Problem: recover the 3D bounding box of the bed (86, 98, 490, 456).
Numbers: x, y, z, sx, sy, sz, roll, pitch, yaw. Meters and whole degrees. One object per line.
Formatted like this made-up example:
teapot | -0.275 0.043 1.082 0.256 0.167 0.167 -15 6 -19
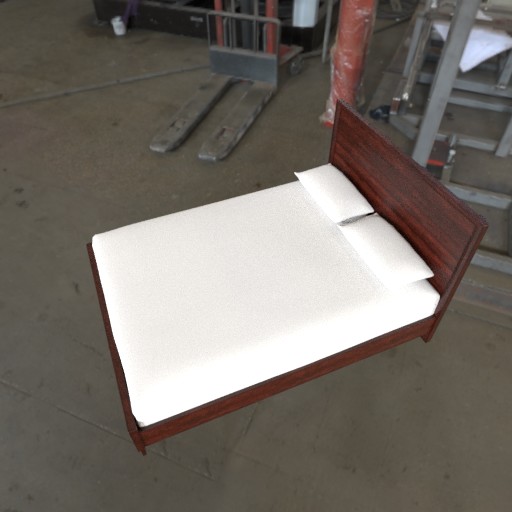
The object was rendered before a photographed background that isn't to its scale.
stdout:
bed | 0.000 0.000 3.948 2.803 1.492 2.040 -17 48 -16
